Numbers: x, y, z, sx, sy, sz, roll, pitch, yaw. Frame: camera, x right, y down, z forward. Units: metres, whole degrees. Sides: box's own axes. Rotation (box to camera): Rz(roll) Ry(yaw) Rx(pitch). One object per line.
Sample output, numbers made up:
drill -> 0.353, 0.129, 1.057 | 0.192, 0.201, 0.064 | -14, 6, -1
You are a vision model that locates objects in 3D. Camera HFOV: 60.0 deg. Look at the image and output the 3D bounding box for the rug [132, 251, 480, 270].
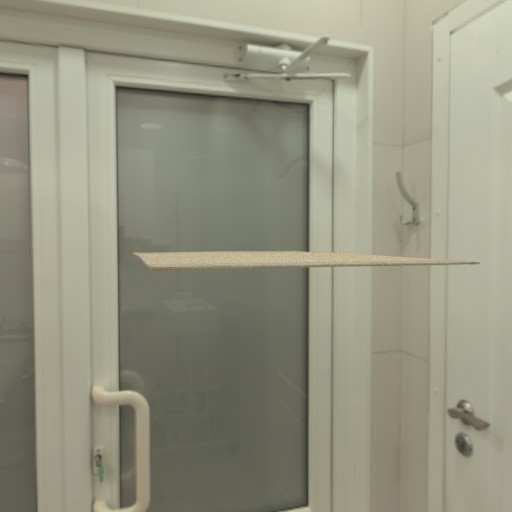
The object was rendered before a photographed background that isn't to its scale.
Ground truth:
rug -> 0.000, 0.000, 3.045 | 1.574, 0.029, 2.346 | -1, 2, -17
